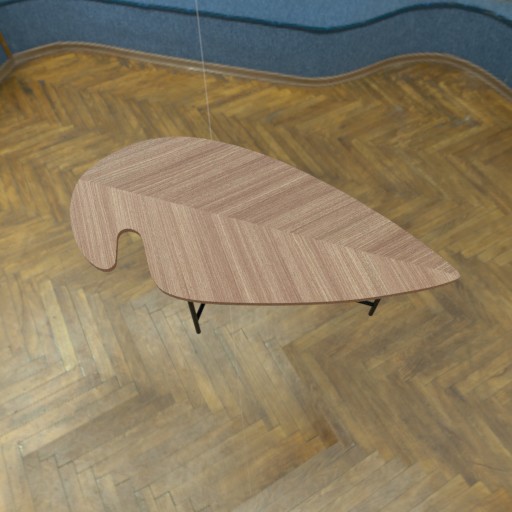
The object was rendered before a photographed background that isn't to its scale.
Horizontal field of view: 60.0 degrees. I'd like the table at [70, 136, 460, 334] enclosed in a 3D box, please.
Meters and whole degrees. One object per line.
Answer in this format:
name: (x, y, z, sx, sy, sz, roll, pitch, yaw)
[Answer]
table: (0.000, 0.000, 1.489, 1.199, 0.360, 0.598, 15, 59, 9)
